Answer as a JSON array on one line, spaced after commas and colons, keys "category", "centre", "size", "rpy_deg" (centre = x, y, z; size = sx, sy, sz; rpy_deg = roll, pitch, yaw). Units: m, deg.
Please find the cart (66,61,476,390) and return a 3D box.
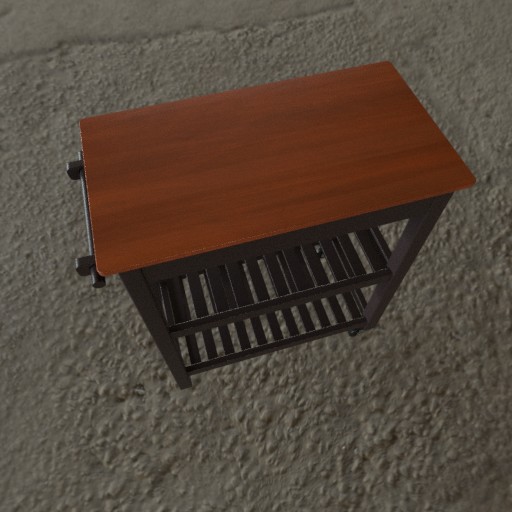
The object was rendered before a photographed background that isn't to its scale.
[{"category": "cart", "centre": [0.000, 0.000, 1.428], "size": [0.899, 0.927, 0.457], "rpy_deg": [-14, 59, -9]}]
